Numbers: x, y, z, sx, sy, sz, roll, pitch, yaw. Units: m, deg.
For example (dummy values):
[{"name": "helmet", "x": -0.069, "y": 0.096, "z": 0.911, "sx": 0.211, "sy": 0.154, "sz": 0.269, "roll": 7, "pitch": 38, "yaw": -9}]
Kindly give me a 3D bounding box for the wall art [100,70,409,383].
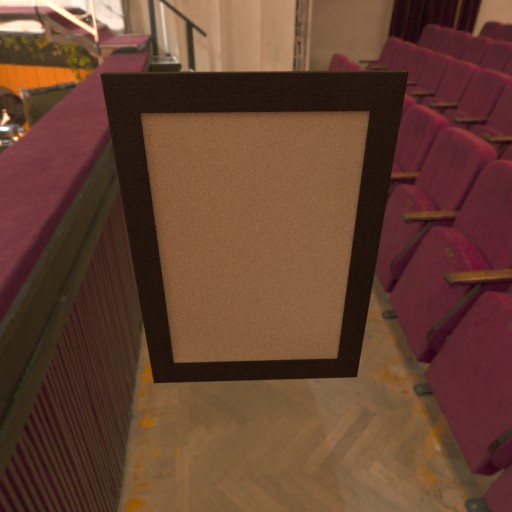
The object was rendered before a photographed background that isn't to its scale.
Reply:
[{"name": "wall art", "x": 0.000, "y": 0.000, "z": 0.654, "sx": 0.359, "sy": 0.508, "sz": 0.013, "roll": -1, "pitch": 32, "yaw": -2}]
